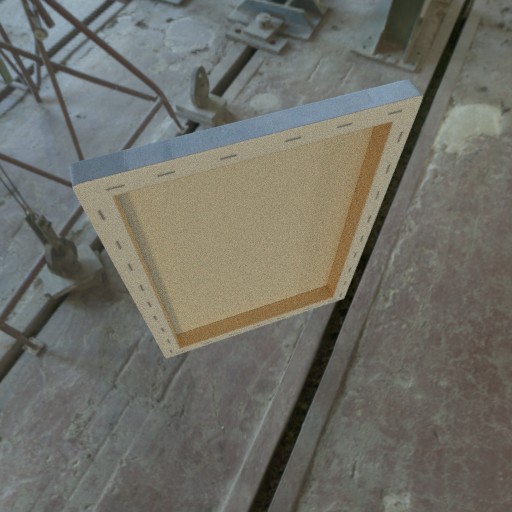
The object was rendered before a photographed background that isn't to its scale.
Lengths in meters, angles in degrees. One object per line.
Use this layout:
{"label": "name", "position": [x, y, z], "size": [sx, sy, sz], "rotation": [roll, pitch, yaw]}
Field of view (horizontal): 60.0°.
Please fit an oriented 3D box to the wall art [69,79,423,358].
{"label": "wall art", "position": [0.000, 0.000, 0.809], "size": [0.455, 0.613, 0.037], "rotation": [-17, 60, -10]}
